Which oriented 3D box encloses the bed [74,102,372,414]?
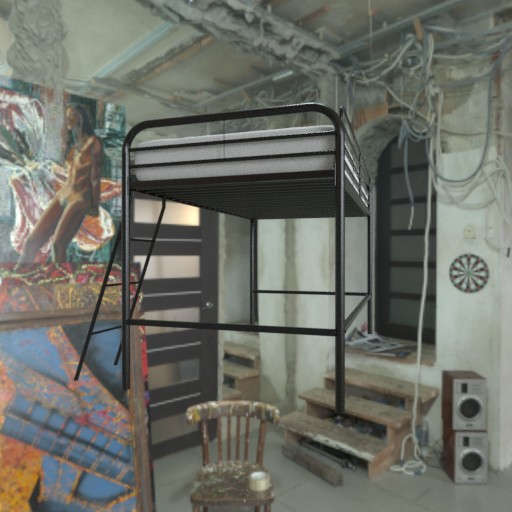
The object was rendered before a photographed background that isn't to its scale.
[{"bbox_3d":[0.000,0.000,2.950,1.393,1.289,1.968,0,0,18],"label":"bed"}]
